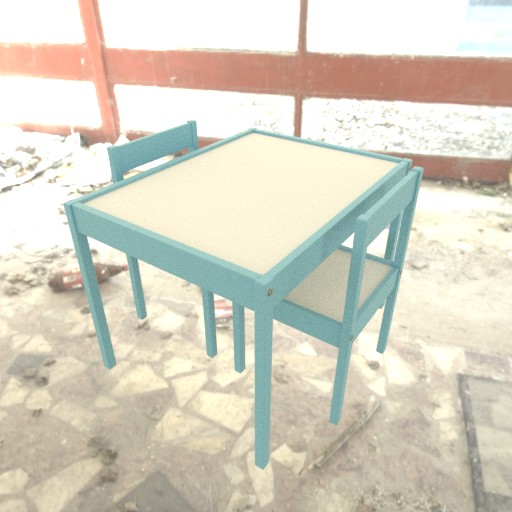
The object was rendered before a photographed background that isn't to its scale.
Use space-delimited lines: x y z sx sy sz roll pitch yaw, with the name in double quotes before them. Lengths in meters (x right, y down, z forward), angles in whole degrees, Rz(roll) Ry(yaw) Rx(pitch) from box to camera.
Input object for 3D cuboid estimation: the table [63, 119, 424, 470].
"table" 0.000 0.000 1.084 0.633 0.503 0.639 21 38 29
